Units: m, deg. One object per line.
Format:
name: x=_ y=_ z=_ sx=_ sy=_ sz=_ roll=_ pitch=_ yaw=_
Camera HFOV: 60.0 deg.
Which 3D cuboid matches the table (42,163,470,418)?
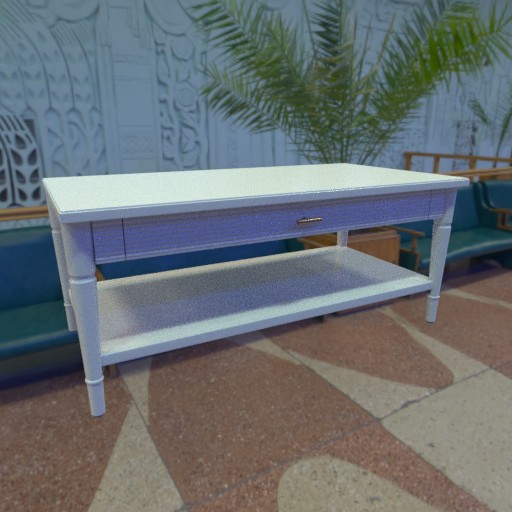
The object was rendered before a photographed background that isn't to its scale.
table: x=0.000 y=0.000 z=1.311 sx=1.067 sy=0.457 sz=0.559 roll=-9 pitch=19 yaw=-26
